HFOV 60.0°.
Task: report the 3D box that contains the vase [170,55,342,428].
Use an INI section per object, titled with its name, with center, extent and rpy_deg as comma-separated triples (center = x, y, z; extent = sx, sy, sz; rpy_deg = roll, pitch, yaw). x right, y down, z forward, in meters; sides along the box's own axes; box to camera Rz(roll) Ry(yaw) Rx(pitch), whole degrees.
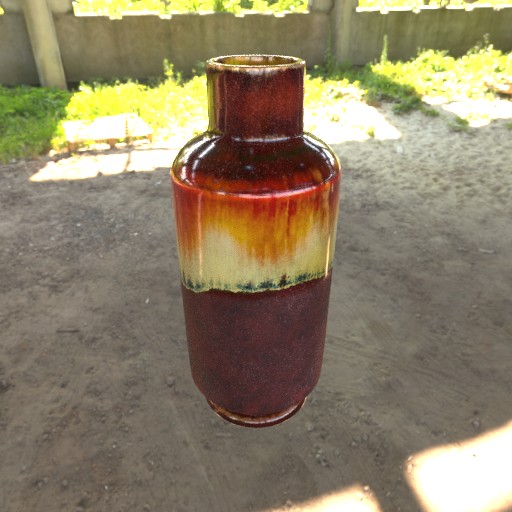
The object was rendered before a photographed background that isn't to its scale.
[vase]
center = 0.000, 0.000, 0.321
extent = 0.111, 0.261, 0.111
rpy_deg = 0, 30, 0
